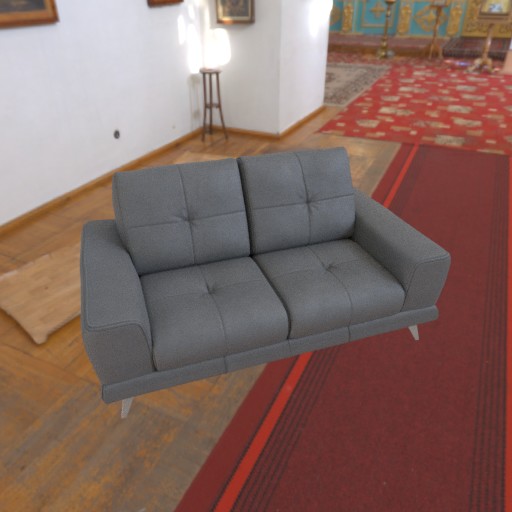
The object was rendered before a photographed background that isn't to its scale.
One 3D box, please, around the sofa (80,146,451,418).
[{"bbox_3d":[0.000,0.000,2.413,1.806,0.907,1.018,-10,33,-16],"label":"sofa"}]
